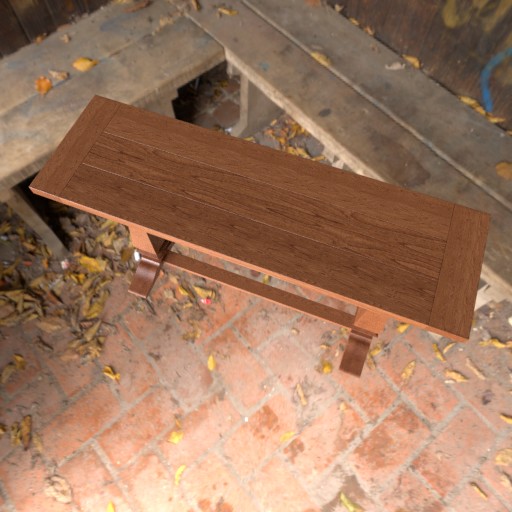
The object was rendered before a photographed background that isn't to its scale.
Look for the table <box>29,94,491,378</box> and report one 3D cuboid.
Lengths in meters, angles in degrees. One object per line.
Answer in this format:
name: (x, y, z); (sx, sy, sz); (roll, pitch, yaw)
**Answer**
table: (0.000, 0.000, 1.859); (1.478, 0.852, 0.461); (19, 66, 9)
